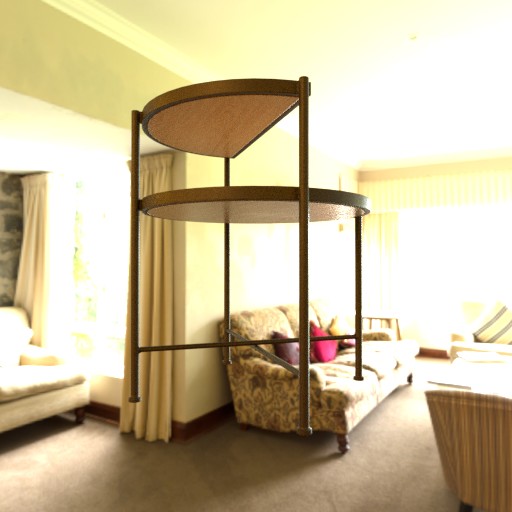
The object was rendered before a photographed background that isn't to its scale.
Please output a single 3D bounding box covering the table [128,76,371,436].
[{"bbox_3d":[0.000,0.000,1.139,0.628,0.684,0.629,0,-1,-18],"label":"table"}]
